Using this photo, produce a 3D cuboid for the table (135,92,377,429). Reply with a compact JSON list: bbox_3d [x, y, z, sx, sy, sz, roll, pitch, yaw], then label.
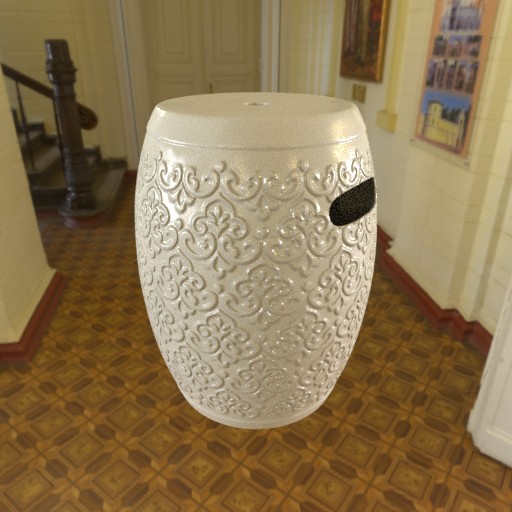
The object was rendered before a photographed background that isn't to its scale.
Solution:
[{"bbox_3d":[0.000,0.000,0.600,0.309,0.397,0.309,0,26,0],"label":"table"}]
